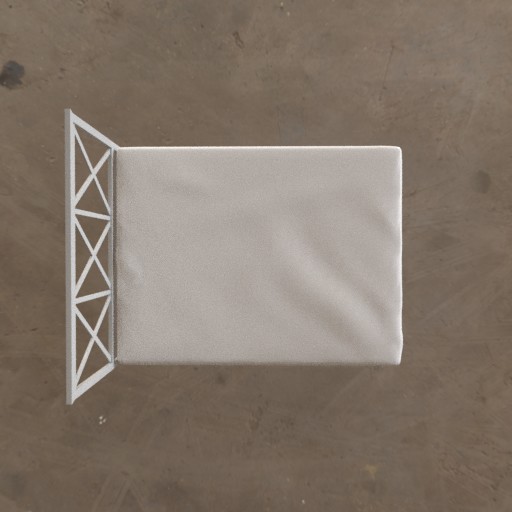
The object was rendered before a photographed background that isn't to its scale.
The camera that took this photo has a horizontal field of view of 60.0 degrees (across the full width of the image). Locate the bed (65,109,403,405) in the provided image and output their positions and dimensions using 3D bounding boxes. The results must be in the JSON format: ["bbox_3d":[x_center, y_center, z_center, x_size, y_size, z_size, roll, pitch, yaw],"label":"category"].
[{"bbox_3d":[0.000,0.000,3.113,2.135,1.253,1.673,0,91,1],"label":"bed"}]
